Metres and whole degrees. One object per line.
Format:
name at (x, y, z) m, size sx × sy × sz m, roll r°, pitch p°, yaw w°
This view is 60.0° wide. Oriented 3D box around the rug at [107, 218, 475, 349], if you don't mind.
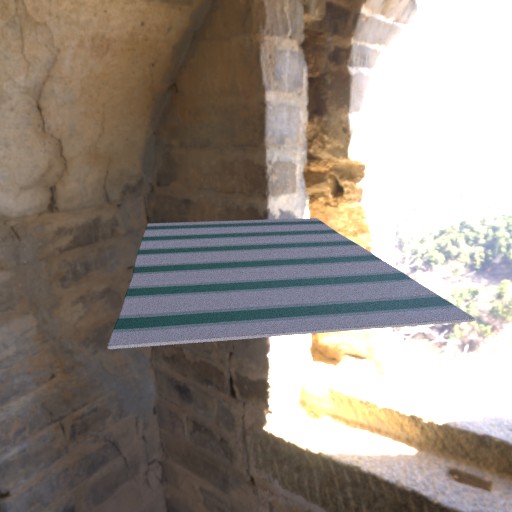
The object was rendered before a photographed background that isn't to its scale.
rug at (0.000, 0.000, 2.278) m, size 1.210 × 0.012 × 1.829 m, roll -3°, pitch 16°, yaw -9°
